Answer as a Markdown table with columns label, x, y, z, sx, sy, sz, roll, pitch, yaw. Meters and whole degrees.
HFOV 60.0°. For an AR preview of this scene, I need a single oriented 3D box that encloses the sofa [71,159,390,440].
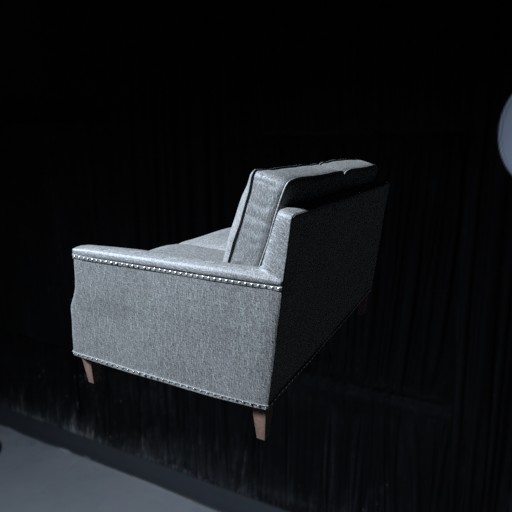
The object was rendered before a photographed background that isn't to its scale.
| label | x | y | z | sx | sy | sz | roll | pitch | yaw |
| --- | --- | --- | --- | --- | --- | --- | --- | --- | --- |
| sofa | 0.000 | 0.000 | 2.369 | 1.084 | 1.003 | 1.597 | 7 | 15 | 27 |
